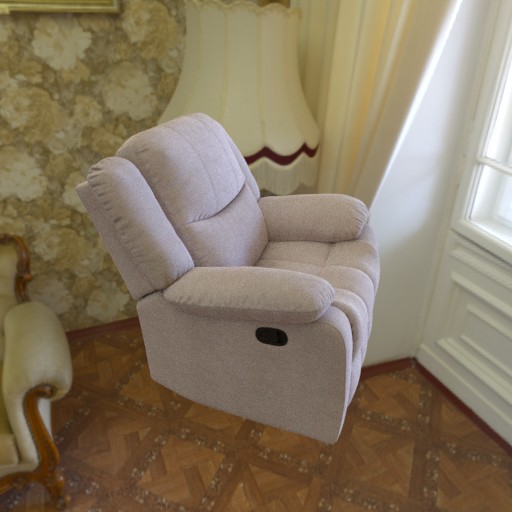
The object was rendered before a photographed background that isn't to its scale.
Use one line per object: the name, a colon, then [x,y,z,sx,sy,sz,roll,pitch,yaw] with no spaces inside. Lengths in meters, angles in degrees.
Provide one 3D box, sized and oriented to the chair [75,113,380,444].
chair: [0.000,0.000,1.759,0.944,1.008,0.899,10,30,18]
